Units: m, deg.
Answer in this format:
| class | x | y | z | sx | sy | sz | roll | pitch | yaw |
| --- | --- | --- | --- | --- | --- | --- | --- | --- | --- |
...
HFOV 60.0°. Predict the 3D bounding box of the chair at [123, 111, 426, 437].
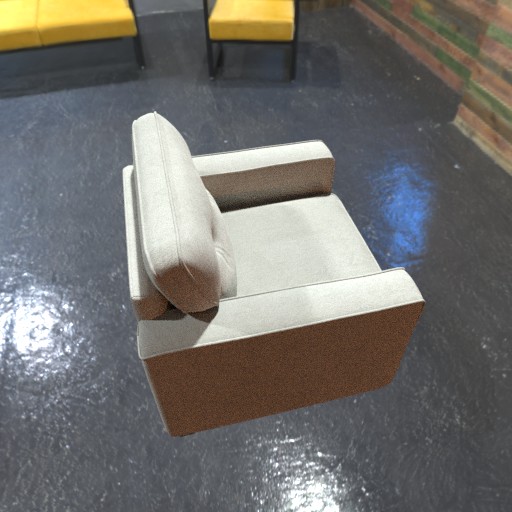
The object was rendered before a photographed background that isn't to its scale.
| class | x | y | z | sx | sy | sz | roll | pitch | yaw |
| --- | --- | --- | --- | --- | --- | --- | --- | --- | --- |
| chair | 0.000 | 0.000 | 1.803 | 0.939 | 0.965 | 1.015 | -10 | 47 | -9 |
